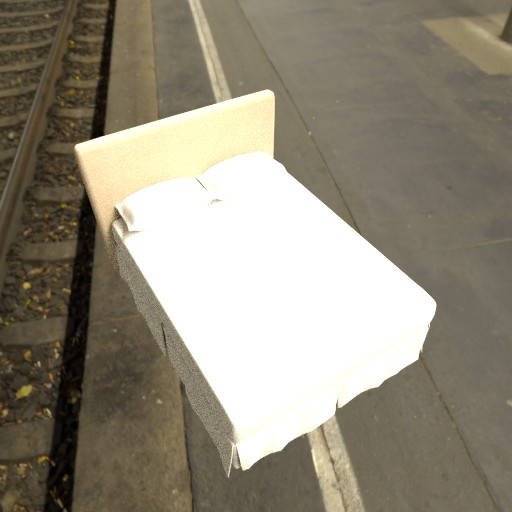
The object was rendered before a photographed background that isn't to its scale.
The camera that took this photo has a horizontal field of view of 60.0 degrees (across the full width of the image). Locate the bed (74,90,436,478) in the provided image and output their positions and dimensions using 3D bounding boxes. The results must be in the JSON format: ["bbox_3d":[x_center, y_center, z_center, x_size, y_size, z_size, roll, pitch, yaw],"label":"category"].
[{"bbox_3d":[0.000,0.000,3.236,1.723,1.330,2.142,-24,50,-22],"label":"bed"}]
